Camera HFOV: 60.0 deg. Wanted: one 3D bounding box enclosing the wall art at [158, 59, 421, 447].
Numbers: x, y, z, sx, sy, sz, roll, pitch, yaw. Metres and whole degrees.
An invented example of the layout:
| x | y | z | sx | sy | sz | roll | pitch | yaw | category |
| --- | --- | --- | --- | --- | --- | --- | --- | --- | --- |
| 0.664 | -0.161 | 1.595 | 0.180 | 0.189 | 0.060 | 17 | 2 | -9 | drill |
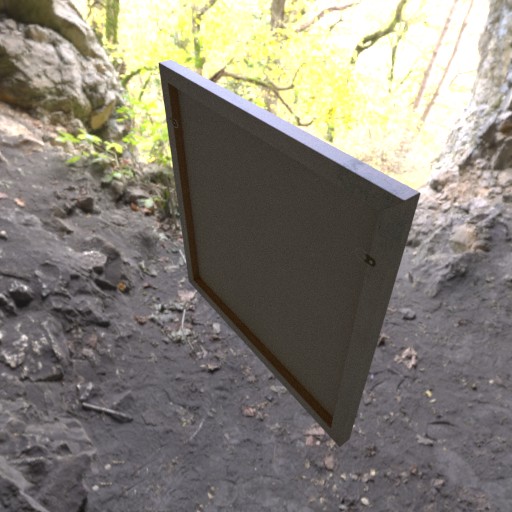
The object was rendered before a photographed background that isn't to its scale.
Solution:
| x | y | z | sx | sy | sz | roll | pitch | yaw | category |
| --- | --- | --- | --- | --- | --- | --- | --- | --- | --- |
| 0.000 | 0.000 | 1.128 | 0.041 | 0.762 | 0.762 | -26 | 48 | -27 | wall art |
